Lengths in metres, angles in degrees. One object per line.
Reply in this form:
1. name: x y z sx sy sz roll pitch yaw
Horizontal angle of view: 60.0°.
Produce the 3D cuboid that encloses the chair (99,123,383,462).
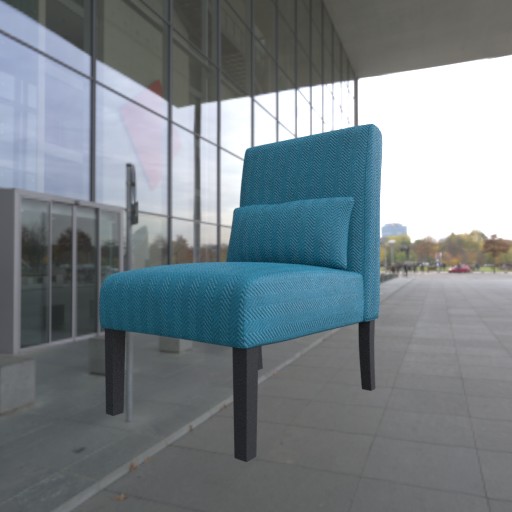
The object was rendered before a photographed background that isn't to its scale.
1. chair: 0.000 0.000 1.446 0.579 0.927 0.808 -1 -1 37
